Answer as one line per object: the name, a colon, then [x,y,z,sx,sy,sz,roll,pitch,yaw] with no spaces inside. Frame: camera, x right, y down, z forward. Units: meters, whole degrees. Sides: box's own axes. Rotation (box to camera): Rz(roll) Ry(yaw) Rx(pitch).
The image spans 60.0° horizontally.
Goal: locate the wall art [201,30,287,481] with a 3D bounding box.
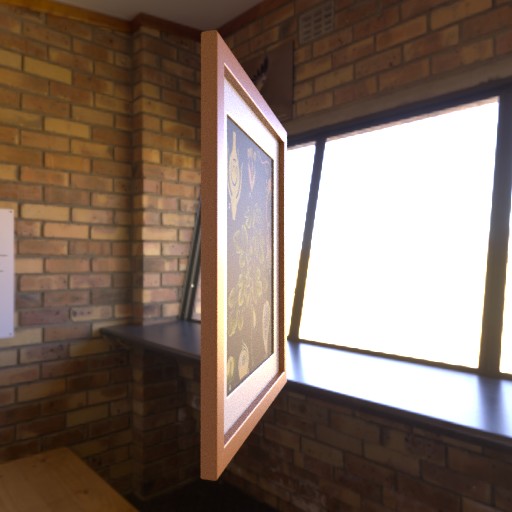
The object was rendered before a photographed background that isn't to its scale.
wall art: [0.000,0.000,0.523,0.015,0.379,0.310,0,0,15]
